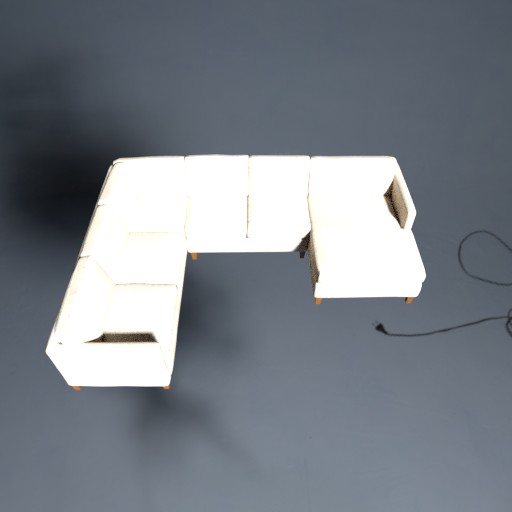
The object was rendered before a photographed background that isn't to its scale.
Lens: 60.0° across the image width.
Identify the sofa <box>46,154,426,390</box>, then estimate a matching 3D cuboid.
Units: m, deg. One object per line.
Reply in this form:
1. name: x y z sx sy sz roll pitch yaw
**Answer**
1. sofa: 0.000 0.000 4.620 3.460 0.961 2.594 0 48 0
